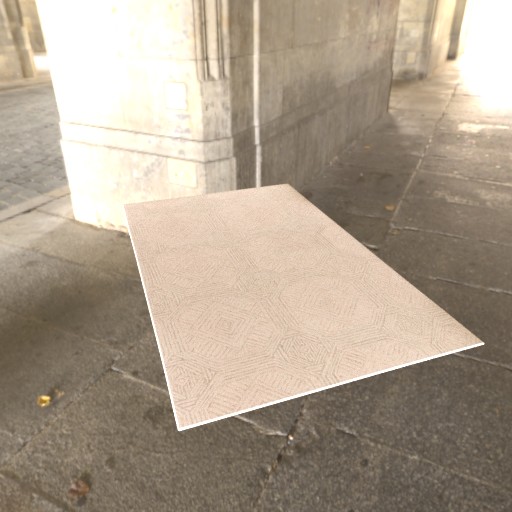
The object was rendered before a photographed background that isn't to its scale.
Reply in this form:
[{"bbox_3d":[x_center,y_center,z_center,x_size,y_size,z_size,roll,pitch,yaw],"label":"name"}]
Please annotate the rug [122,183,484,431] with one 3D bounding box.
[{"bbox_3d":[0.000,0.000,2.965,1.524,0.008,2.440,-10,31,-17],"label":"rug"}]
